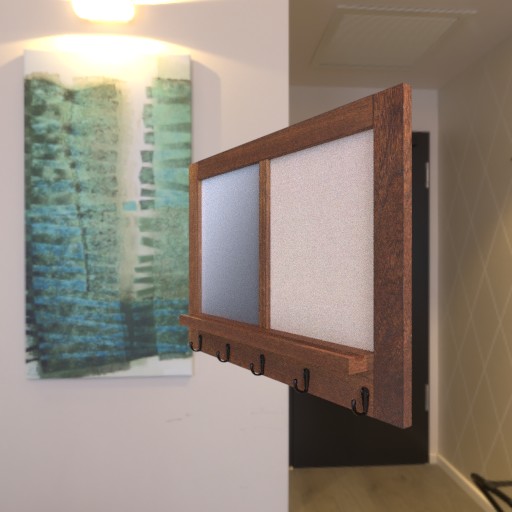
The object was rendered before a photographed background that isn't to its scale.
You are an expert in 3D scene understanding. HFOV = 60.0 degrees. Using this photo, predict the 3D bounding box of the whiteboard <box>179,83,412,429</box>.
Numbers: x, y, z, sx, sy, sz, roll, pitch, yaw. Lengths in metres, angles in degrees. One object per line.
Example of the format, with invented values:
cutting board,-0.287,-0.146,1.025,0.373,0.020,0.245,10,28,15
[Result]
whiteboard,0.000,0.000,1.026,0.083,0.559,0.783,0,0,-34
